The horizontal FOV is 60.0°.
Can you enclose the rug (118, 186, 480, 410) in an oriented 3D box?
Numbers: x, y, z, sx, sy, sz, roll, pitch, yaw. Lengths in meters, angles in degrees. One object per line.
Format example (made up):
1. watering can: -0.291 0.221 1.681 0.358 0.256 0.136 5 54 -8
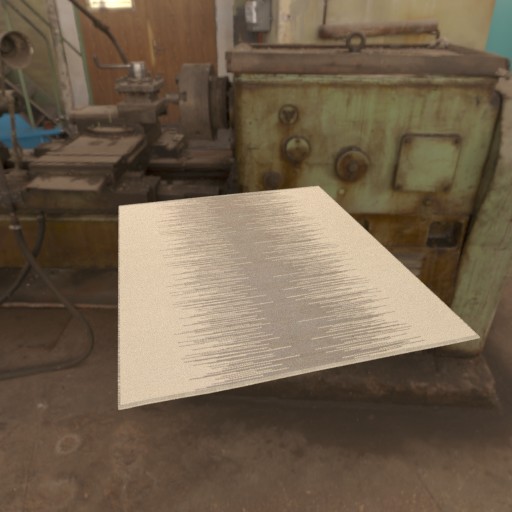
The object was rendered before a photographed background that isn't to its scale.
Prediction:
1. rug: 0.000 0.000 4.091 2.453 0.010 3.037 -8 31 -13
